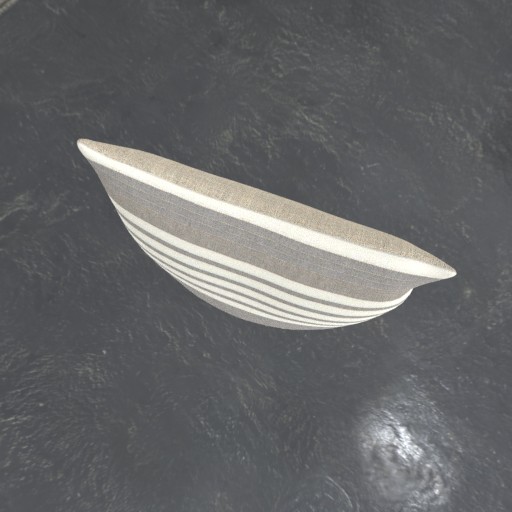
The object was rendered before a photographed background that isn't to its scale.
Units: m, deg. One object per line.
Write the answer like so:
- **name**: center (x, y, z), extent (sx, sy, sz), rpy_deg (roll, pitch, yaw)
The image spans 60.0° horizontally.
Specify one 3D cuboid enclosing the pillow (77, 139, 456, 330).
- **pillow**: center (0.000, 0.000, 0.675), extent (0.439, 0.440, 0.182), rpy_deg (19, 76, 5)
